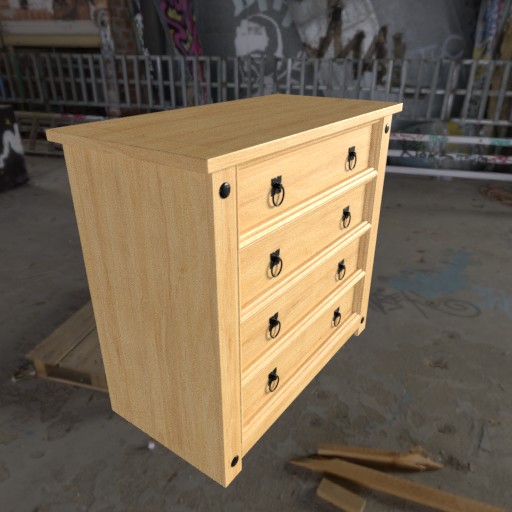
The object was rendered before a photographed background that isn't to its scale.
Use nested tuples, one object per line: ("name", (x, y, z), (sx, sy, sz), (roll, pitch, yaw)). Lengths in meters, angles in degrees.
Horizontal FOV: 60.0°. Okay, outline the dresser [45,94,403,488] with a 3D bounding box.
("dresser", (0.000, 0.000, 1.184), (0.410, 0.730, 0.800), (18, 31, 32))
